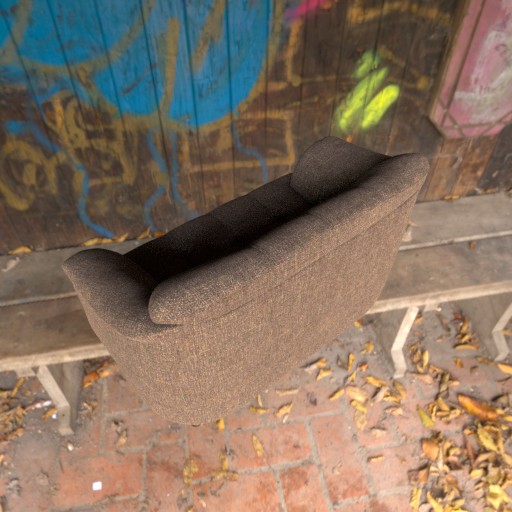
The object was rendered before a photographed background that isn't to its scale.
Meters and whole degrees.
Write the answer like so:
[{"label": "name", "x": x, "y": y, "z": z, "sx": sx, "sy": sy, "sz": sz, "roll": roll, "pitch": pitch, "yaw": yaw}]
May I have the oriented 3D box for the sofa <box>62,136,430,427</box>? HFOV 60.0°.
[{"label": "sofa", "x": 0.000, "y": 0.000, "z": 1.914, "sx": 1.404, "sy": 0.895, "sz": 0.799, "roll": -30, "pitch": 53, "yaw": -26}]
